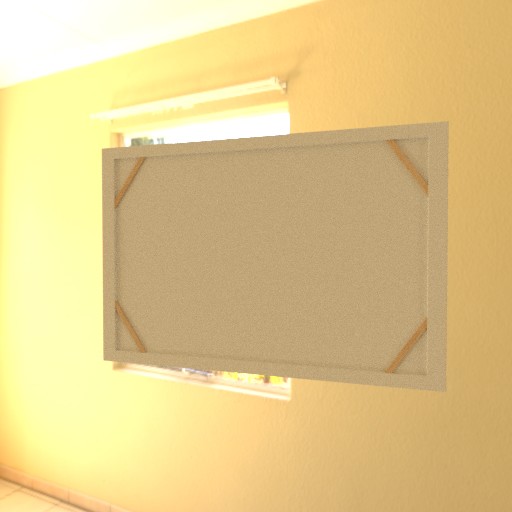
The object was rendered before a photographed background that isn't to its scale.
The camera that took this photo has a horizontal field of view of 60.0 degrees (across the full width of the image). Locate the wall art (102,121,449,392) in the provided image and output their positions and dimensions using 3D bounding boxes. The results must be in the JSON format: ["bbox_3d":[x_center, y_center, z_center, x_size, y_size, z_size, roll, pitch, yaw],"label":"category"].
[{"bbox_3d":[0.000,0.000,1.152,0.914,0.609,0.038,0,1,18],"label":"wall art"}]
